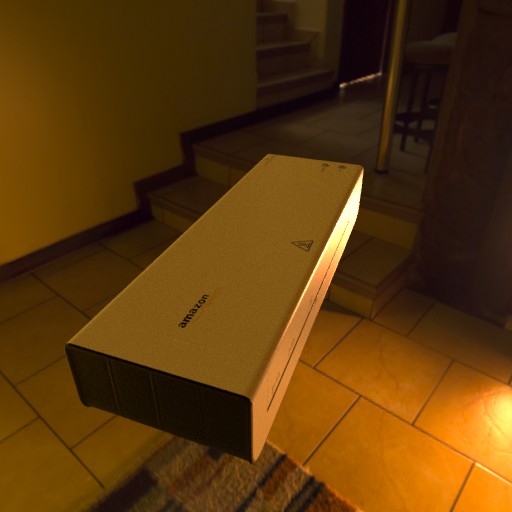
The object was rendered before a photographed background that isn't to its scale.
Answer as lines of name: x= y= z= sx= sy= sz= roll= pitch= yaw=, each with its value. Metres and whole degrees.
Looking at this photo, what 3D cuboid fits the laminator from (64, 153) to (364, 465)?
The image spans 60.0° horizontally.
laminator: x=0.000 y=0.000 z=0.380 sx=0.123 sy=0.062 sz=0.340 roll=11 pitch=34 yaw=17
